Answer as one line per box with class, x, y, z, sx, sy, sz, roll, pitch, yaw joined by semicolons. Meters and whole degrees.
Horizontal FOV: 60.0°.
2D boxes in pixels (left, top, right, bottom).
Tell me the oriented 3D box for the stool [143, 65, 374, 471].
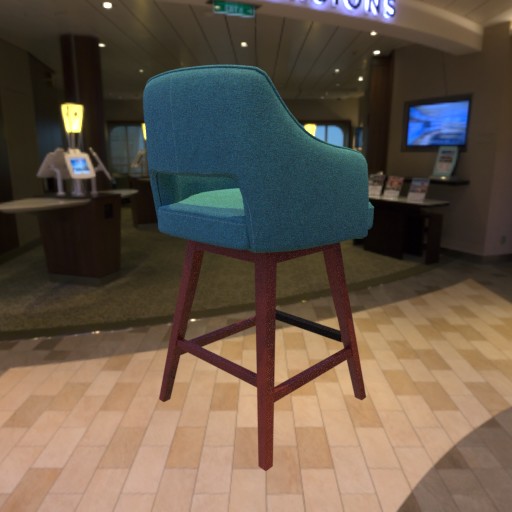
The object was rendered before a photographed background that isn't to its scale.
stool;0.000;0.000;1.301;0.548;0.961;0.556;13;19;43
